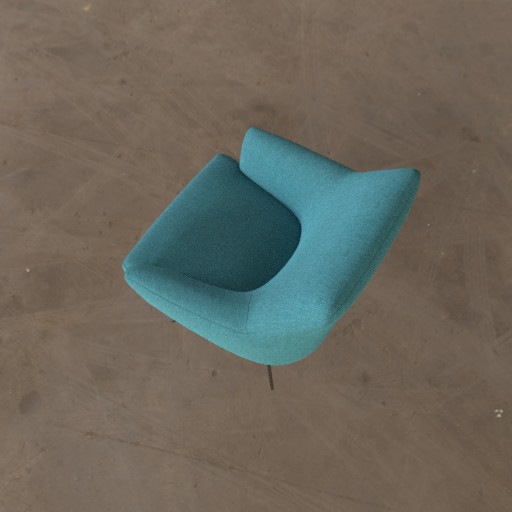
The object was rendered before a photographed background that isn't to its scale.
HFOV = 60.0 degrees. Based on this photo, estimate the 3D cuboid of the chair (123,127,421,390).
[{"bbox_3d":[0.000,0.000,1.389,0.677,0.874,0.642,31,68,14],"label":"chair"}]
